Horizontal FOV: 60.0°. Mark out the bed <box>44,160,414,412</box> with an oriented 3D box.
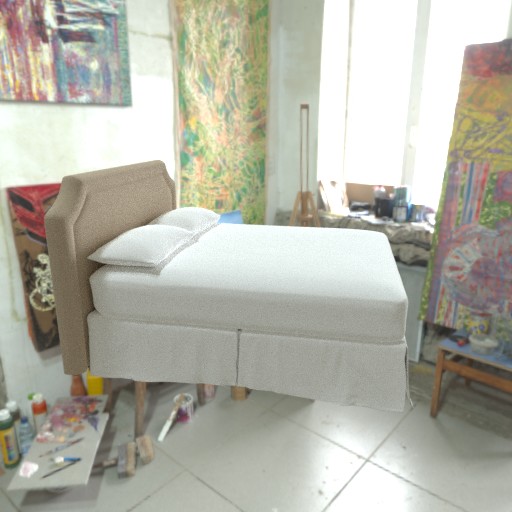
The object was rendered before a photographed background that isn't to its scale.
[{"bbox_3d":[0.000,0.000,3.351,2.204,1.301,1.828,3,17,11],"label":"bed"}]
